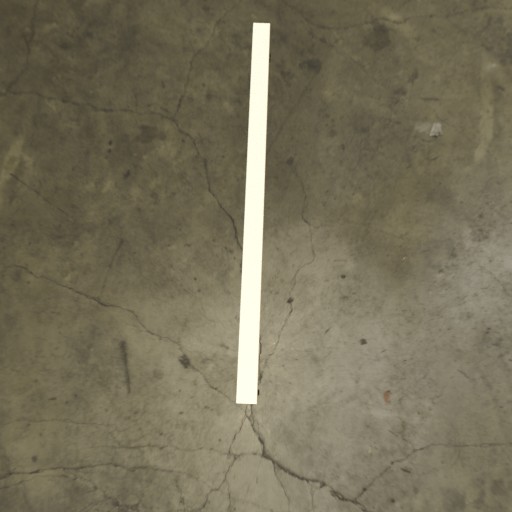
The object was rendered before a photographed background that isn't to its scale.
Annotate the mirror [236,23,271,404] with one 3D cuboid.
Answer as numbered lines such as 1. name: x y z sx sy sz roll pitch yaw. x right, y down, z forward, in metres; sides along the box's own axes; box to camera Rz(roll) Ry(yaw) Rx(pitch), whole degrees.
1. mirror: 0.000 0.000 1.335 0.040 1.016 0.762 2 76 0
